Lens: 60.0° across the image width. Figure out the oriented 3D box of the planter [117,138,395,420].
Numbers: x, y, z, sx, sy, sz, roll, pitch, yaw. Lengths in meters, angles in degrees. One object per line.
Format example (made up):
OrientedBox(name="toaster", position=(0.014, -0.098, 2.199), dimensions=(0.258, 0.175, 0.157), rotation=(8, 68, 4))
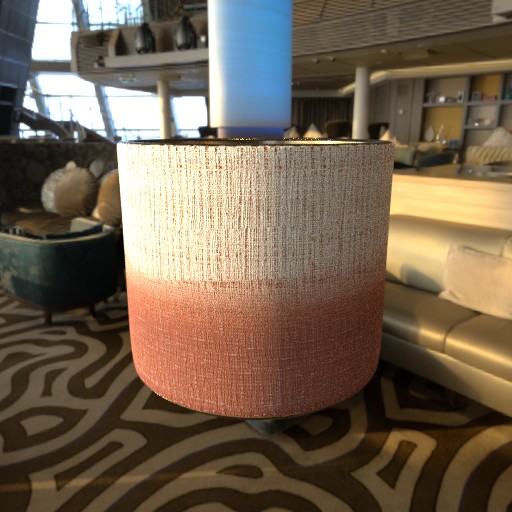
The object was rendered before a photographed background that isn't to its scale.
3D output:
OrientedBox(name="planter", position=(0.000, 0.000, 0.311), dimensions=(0.178, 0.157, 0.178), rotation=(0, 16, 0))
